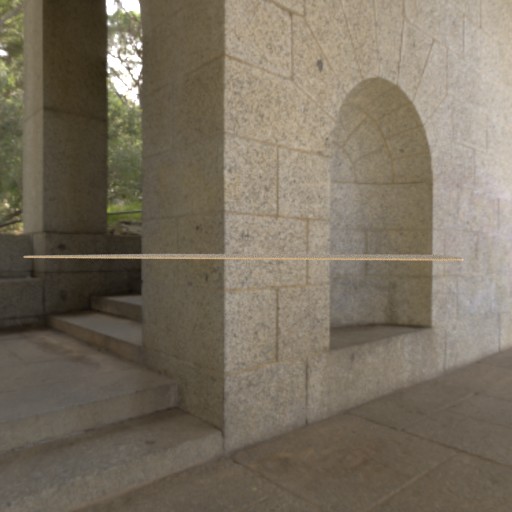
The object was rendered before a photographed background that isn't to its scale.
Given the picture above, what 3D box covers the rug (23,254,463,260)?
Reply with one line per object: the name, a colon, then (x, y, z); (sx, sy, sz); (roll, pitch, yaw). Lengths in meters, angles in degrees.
rug: (0.000, 0.000, 2.866); (2.286, 0.011, 1.524); (0, 1, 19)
